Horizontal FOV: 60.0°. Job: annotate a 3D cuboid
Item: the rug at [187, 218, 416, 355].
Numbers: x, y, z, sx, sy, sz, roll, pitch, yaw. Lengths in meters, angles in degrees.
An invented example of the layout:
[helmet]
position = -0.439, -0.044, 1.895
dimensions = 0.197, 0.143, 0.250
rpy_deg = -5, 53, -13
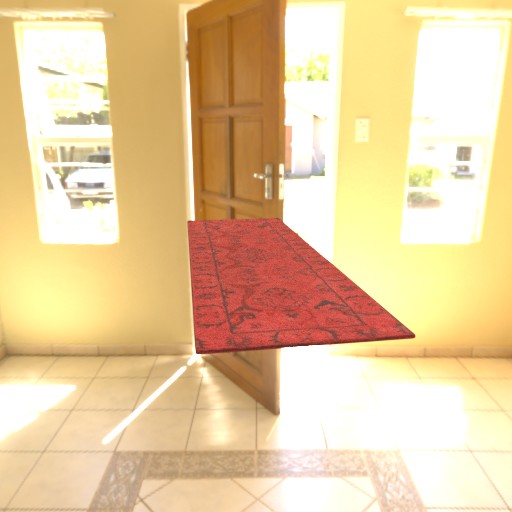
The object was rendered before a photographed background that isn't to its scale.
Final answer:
[rug]
position = 0.000, 0.000, 2.740
dimensions = 0.813, 0.018, 2.439
rpy_deg = -2, 15, -9
